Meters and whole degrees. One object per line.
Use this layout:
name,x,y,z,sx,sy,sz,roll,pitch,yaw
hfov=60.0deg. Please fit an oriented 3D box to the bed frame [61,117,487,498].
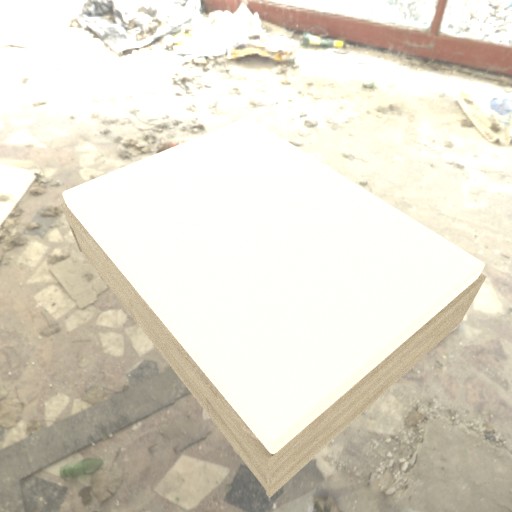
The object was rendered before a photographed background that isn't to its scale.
bed frame,0.000,0.000,2.569,1.448,0.490,1.944,-31,53,-26
